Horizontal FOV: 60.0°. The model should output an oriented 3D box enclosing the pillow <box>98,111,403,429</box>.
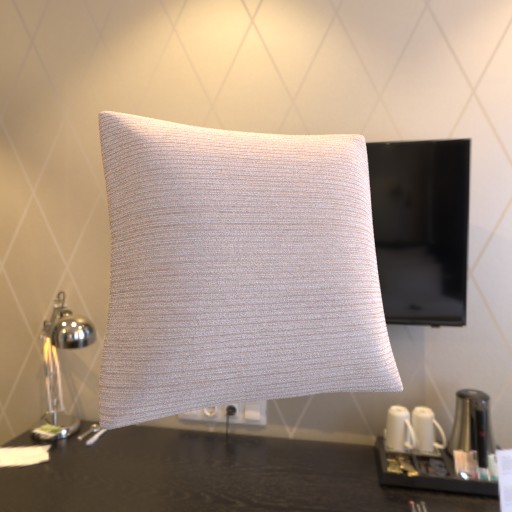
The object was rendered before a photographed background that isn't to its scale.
[{"bbox_3d":[0.000,0.000,0.633,0.424,0.401,0.177,0,1,-19],"label":"pillow"}]
